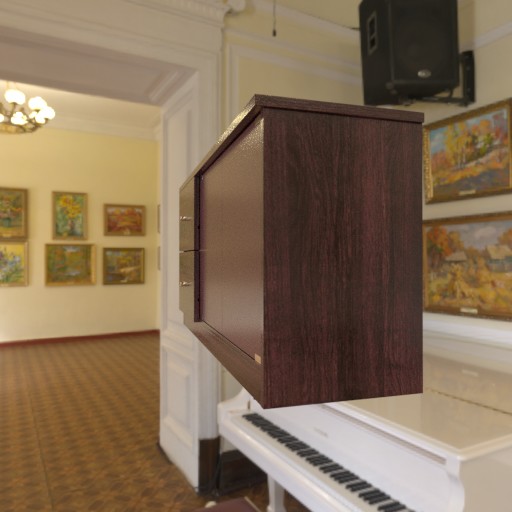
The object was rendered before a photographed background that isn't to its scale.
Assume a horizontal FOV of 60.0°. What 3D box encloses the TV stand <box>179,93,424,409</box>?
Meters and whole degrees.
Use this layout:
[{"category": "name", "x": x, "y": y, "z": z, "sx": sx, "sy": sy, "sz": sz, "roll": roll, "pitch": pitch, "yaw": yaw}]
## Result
[{"category": "TV stand", "x": 0.000, "y": 0.000, "z": 1.470, "sx": 0.404, "sy": 0.614, "sz": 1.192, "roll": 0, "pitch": 0, "yaw": -17}]
